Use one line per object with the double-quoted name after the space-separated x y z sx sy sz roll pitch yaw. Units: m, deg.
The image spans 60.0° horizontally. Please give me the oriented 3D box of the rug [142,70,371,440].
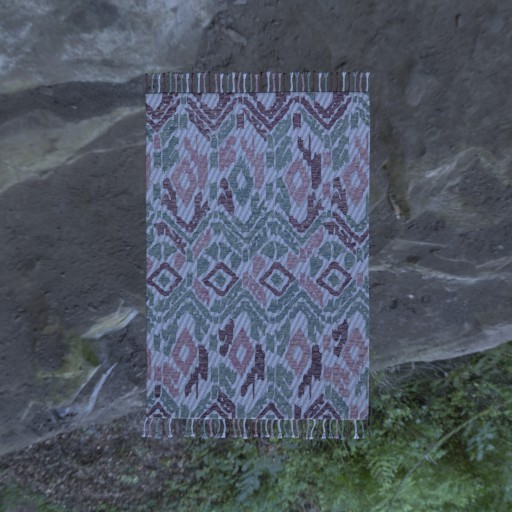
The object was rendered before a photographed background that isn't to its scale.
0.000 0.000 2.933 1.524 0.011 2.438 0 91 1 "rug"
